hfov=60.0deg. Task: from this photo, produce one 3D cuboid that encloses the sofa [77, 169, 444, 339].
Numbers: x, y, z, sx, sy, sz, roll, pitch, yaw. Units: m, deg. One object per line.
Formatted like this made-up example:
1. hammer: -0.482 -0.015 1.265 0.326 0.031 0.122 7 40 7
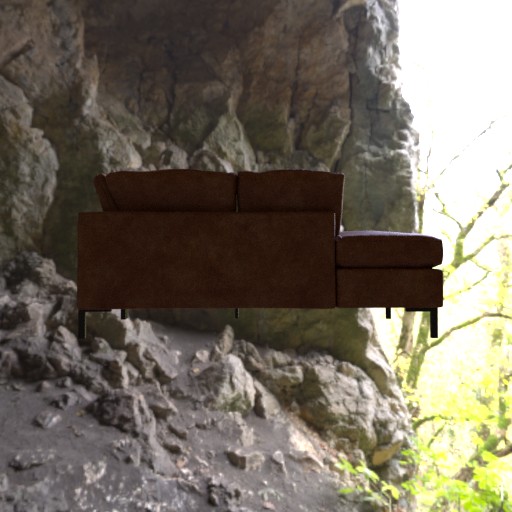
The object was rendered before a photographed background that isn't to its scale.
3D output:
1. sofa: 0.000 0.000 3.761 1.939 0.900 2.956 0 -1 -1
